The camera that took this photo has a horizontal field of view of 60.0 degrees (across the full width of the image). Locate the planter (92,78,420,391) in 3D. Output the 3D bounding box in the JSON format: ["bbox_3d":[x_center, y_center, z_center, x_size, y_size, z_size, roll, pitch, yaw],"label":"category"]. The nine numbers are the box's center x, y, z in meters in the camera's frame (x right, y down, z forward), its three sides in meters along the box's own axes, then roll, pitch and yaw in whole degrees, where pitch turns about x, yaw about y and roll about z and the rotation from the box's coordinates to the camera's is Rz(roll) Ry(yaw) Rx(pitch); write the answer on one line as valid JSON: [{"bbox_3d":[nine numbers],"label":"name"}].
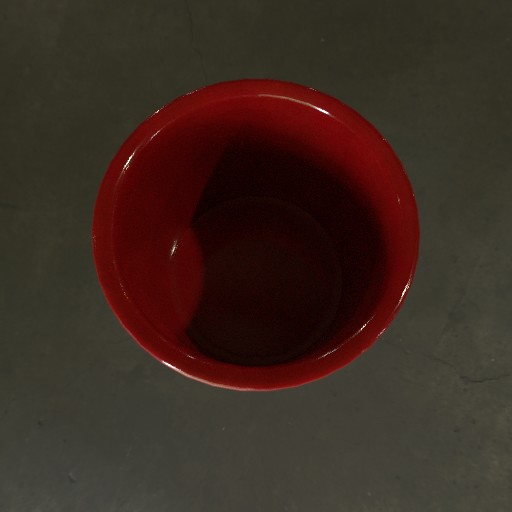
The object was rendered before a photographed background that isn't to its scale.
[{"bbox_3d":[0.000,0.000,0.404,0.230,0.202,0.230,0,75,0],"label":"planter"}]
